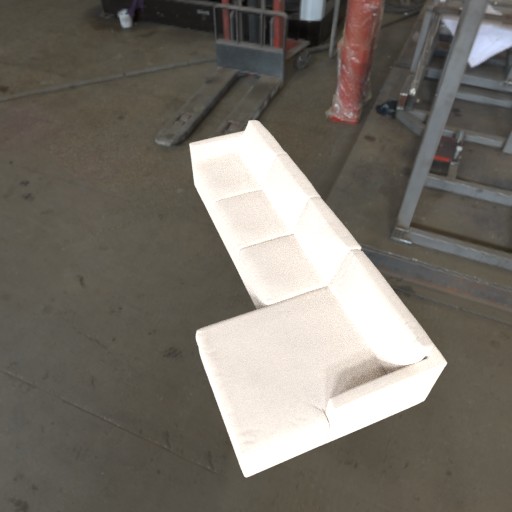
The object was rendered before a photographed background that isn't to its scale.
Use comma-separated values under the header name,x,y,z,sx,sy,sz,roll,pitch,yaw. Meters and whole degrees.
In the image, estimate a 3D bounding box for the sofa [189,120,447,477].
name,x,y,z,sx,sy,sz,roll,pitch,yaw
sofa,0.000,0.000,4.254,1.606,0.954,3.471,-16,49,-15
